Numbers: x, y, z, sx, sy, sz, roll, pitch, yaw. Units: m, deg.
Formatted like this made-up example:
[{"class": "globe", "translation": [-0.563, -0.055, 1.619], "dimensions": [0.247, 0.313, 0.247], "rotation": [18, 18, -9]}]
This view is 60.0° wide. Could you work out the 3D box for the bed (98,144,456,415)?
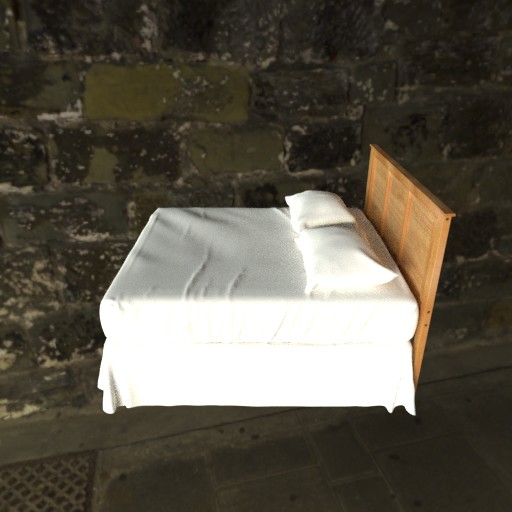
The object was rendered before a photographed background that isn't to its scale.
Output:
[{"class": "bed", "translation": [0.000, 0.000, 3.225], "dimensions": [2.035, 1.273, 1.870], "rotation": [0, 26, 0]}]
